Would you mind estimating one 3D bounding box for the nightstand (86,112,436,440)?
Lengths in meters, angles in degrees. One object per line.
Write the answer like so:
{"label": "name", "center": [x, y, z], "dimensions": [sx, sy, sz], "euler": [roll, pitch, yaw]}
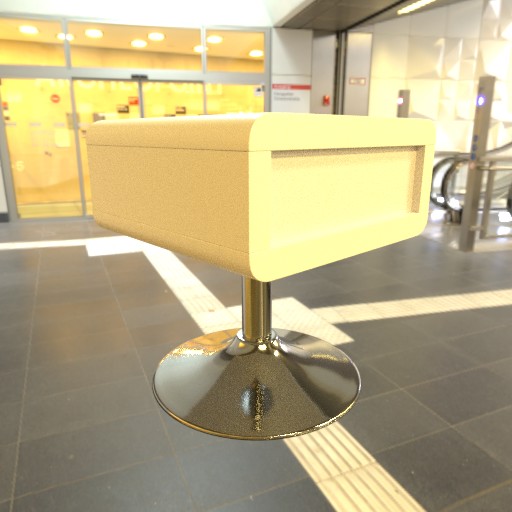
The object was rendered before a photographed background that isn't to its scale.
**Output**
{"label": "nightstand", "center": [0.000, 0.000, 0.760], "dimensions": [0.399, 0.447, 0.404], "euler": [-14, 21, -41]}
